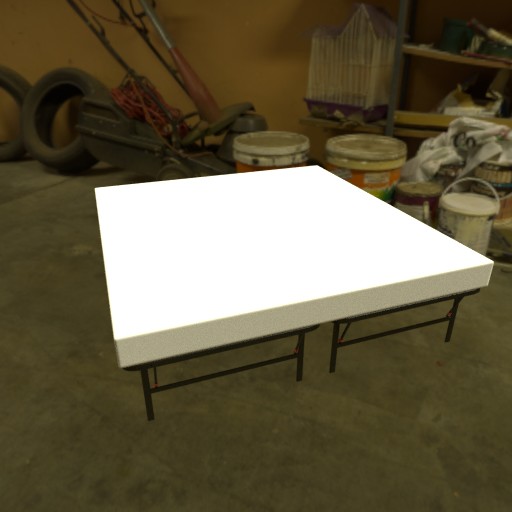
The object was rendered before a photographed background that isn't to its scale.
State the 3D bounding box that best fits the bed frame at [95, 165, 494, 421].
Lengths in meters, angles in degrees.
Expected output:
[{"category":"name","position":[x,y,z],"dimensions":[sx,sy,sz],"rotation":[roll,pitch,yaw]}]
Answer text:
[{"category":"bed frame","position":[0.000,0.000,3.013],"dimensions":[1.930,0.559,2.032],"rotation":[-9,28,-18]}]
